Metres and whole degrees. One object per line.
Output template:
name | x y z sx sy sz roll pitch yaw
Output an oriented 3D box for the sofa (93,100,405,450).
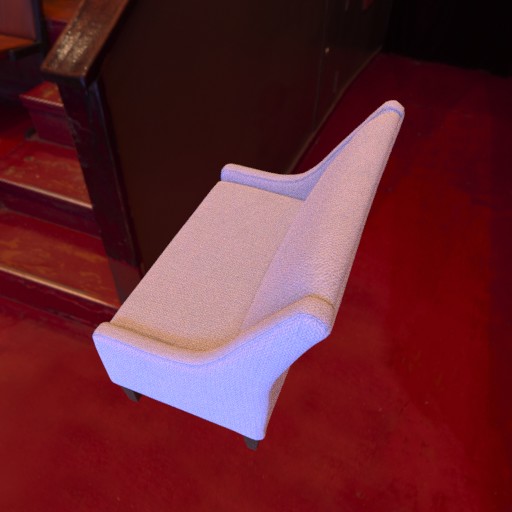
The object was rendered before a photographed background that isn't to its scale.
sofa | 0.000 0.000 1.913 0.870 1.022 1.242 16 48 15
